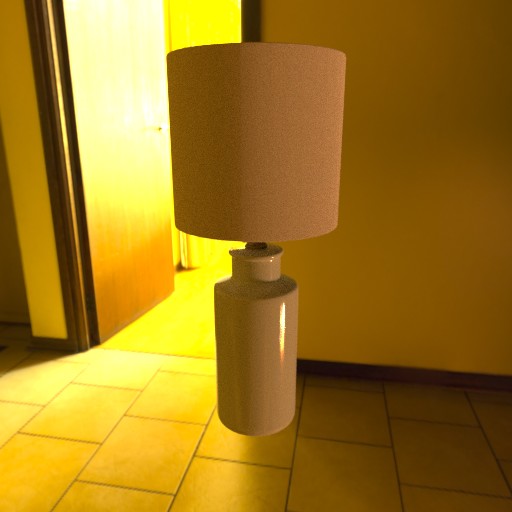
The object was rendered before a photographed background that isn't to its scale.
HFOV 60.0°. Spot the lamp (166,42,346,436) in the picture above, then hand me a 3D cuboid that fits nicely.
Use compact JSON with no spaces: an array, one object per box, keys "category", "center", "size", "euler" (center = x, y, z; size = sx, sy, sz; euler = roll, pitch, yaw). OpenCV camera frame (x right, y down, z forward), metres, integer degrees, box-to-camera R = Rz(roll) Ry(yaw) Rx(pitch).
[{"category":"lamp","center":[0.000,0.000,0.599],"size":[0.212,0.493,0.212],"euler":[-3,16,-9]}]
